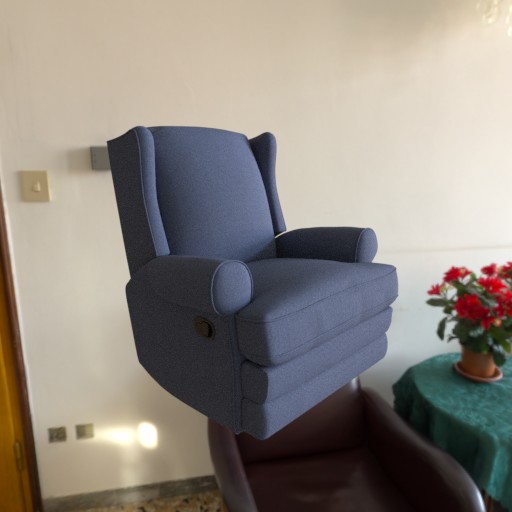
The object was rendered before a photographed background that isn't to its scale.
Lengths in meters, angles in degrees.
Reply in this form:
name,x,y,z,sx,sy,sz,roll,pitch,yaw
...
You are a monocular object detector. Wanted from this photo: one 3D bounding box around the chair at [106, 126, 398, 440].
name,x,y,z,sx,sy,sz,roll,pitch,yaw
chair,0.000,0.000,1.778,0.877,1.020,0.971,12,18,42
